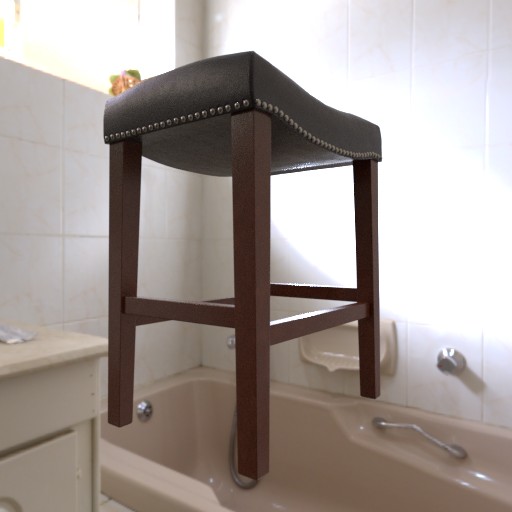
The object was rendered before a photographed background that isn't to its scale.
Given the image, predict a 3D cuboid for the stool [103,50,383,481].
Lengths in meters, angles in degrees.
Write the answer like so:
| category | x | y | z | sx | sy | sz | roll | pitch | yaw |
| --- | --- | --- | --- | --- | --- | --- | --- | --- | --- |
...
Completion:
| category | x | y | z | sx | sy | sz | roll | pitch | yaw |
| --- | --- | --- | --- | --- | --- | --- | --- | --- | --- |
| stool | 0.000 | 0.000 | 0.942 | 0.372 | 0.654 | 0.504 | 0 | 1 | 37 |
